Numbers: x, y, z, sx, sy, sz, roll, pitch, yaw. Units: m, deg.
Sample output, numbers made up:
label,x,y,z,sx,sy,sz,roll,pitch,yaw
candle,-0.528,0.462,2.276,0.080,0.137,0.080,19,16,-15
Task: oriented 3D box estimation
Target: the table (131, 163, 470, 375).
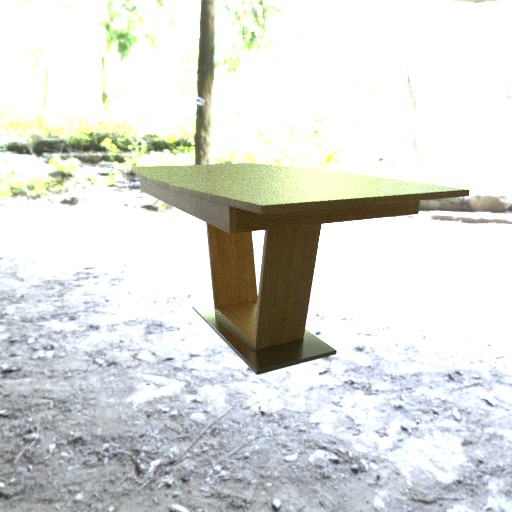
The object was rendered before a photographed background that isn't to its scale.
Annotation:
label,x,y,z,sx,sy,sz,roll,pitch,yaw
table,0.000,0.000,2.074,0.900,0.748,1.598,-8,17,-26
